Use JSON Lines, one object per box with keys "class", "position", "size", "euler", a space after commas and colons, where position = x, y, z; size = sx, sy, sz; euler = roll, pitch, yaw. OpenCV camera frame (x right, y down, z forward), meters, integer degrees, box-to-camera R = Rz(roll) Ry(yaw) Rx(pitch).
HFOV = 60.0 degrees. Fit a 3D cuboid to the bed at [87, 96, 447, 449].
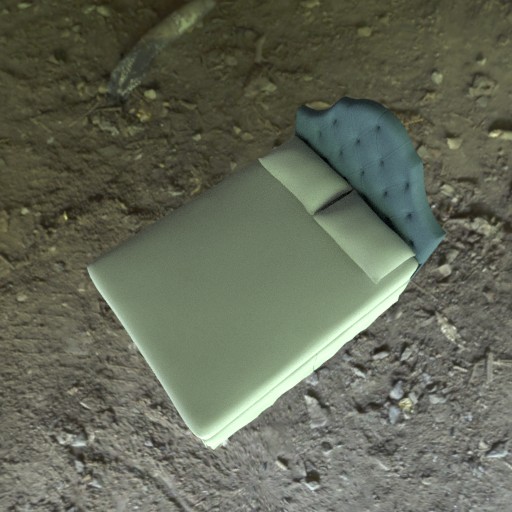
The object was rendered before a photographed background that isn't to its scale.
{"class": "bed", "position": [0.000, 0.000, 3.243], "size": [2.155, 1.575, 1.636], "euler": [-34, 68, -16]}
